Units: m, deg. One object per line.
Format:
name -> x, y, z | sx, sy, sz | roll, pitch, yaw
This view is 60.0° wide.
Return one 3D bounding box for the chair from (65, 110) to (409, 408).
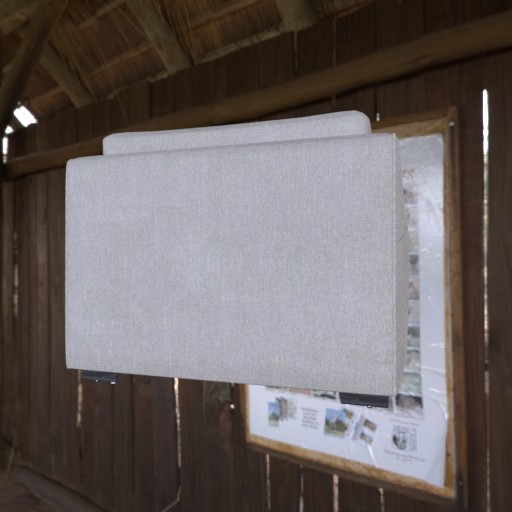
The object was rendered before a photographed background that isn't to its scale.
chair -> 0.000, 0.000, 1.972 | 1.270, 0.974, 1.043 | 0, 0, 17
